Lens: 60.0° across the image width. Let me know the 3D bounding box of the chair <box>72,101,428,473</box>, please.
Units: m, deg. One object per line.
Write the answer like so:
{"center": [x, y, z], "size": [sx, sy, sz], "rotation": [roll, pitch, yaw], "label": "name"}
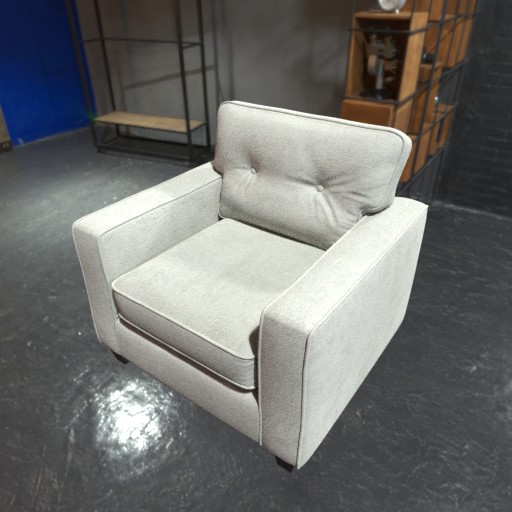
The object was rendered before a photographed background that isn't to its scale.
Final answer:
{"center": [0.000, 0.000, 1.725], "size": [1.015, 0.965, 0.939], "rotation": [21, 38, 30], "label": "chair"}
